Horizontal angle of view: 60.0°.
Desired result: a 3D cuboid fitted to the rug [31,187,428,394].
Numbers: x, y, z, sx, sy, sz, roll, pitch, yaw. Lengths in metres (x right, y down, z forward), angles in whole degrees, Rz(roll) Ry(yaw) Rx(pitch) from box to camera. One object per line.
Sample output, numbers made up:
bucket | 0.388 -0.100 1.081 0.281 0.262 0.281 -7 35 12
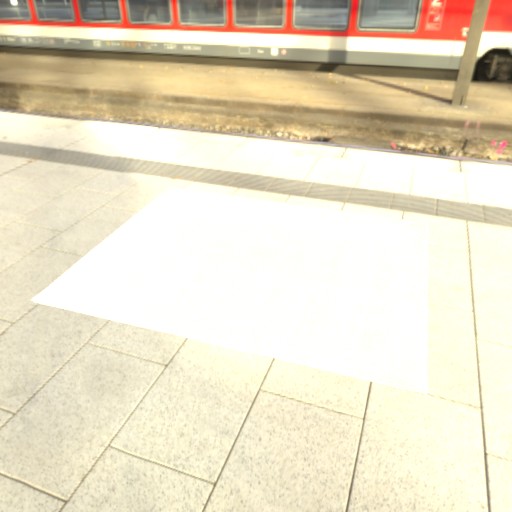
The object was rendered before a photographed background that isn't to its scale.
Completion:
rug | 0.000 0.000 3.922 2.897 0.035 2.277 10 34 15
